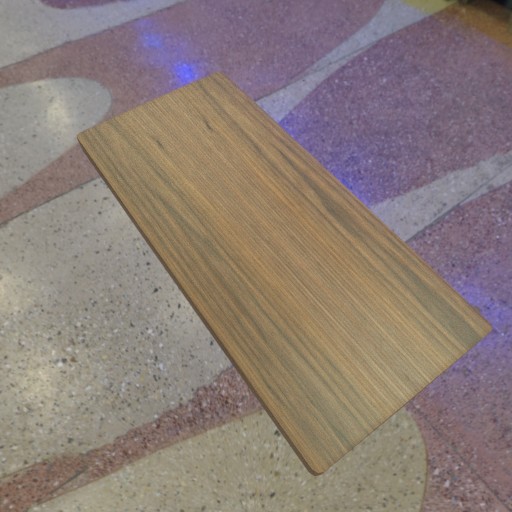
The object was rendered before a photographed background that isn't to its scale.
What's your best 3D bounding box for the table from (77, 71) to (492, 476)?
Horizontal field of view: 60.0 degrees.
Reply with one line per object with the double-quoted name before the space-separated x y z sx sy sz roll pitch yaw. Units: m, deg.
"table" 0.000 0.000 1.609 0.637 0.468 1.375 -31 64 -18
